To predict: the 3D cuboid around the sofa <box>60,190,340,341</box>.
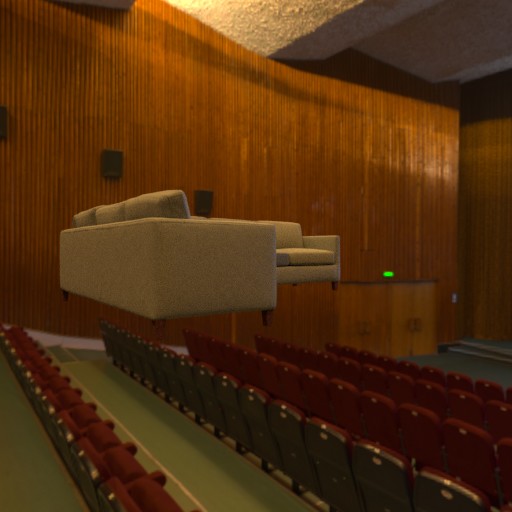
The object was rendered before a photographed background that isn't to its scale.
[{"bbox_3d":[0.000,0.000,4.587,3.301,0.947,2.592,-1,1,-36],"label":"sofa"}]
